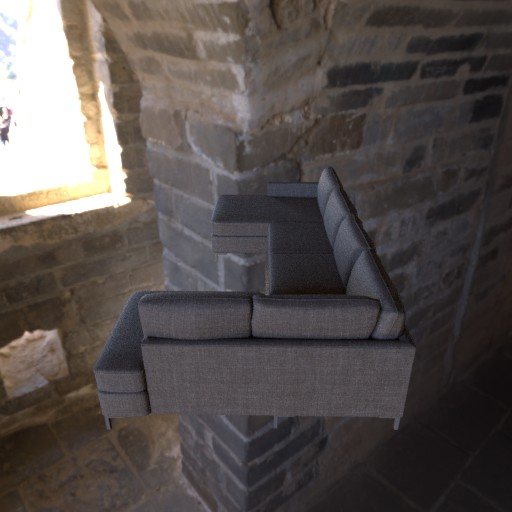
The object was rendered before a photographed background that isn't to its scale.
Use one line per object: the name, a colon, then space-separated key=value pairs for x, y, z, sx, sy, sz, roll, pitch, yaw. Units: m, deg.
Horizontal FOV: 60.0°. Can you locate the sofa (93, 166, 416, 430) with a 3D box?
sofa: x=0.000 y=0.000 z=4.338 sx=2.048 sy=0.999 sz=3.423 roll=0 pitch=27 yaw=1
